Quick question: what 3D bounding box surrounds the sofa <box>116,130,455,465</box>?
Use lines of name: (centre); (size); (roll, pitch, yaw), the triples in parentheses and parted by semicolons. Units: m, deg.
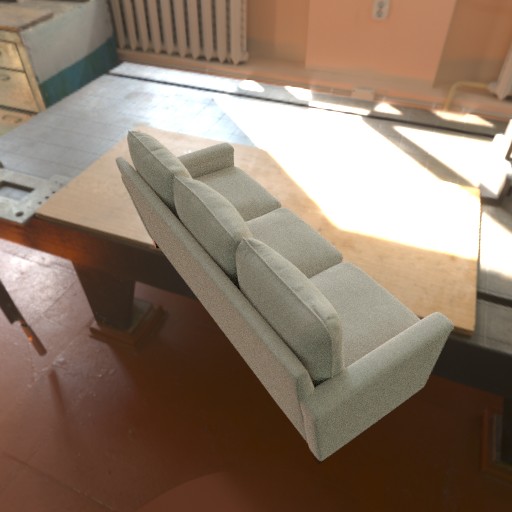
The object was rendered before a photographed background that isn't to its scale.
sofa: (0.000, 0.000, 2.415); (0.828, 0.961, 1.925); (-24, 48, -24)
